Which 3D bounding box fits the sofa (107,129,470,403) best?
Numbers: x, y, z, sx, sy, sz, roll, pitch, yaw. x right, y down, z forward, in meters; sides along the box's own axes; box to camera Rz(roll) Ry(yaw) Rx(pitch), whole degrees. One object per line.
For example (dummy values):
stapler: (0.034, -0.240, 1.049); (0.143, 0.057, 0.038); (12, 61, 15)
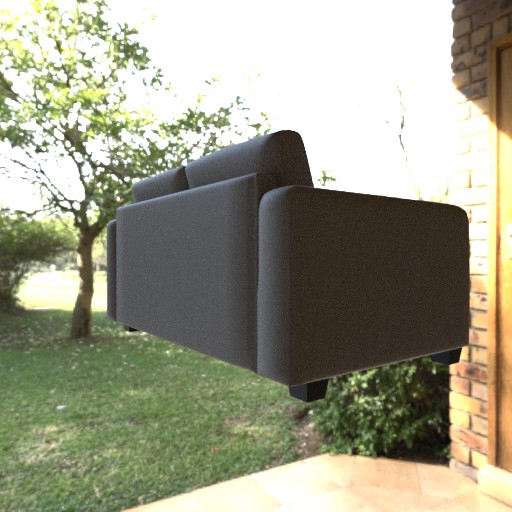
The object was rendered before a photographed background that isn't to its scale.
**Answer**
sofa: (0.000, 0.000, 2.009); (0.900, 0.800, 1.540); (0, 0, -36)
